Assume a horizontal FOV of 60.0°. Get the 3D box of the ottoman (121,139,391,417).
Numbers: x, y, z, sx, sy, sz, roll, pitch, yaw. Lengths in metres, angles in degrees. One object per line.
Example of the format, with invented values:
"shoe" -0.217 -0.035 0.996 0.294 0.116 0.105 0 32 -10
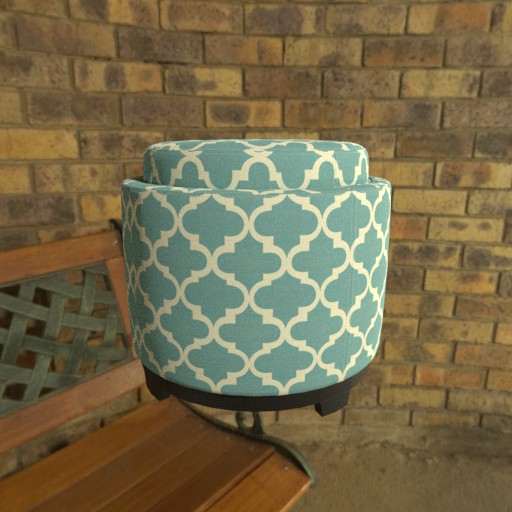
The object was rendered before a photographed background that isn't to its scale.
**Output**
"ottoman" 0.000 0.000 0.842 0.480 0.429 0.480 0 14 0
